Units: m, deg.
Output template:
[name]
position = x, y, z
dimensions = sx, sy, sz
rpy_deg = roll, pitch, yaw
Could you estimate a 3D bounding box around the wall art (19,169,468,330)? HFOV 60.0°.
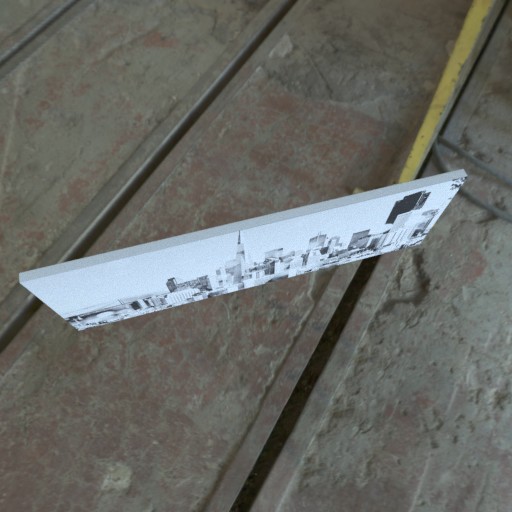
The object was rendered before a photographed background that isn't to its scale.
[wall art]
position = 0.000, 0.000, 1.689
dimensions = 1.520, 0.507, 0.039
rpy_deg = -14, 65, -7
